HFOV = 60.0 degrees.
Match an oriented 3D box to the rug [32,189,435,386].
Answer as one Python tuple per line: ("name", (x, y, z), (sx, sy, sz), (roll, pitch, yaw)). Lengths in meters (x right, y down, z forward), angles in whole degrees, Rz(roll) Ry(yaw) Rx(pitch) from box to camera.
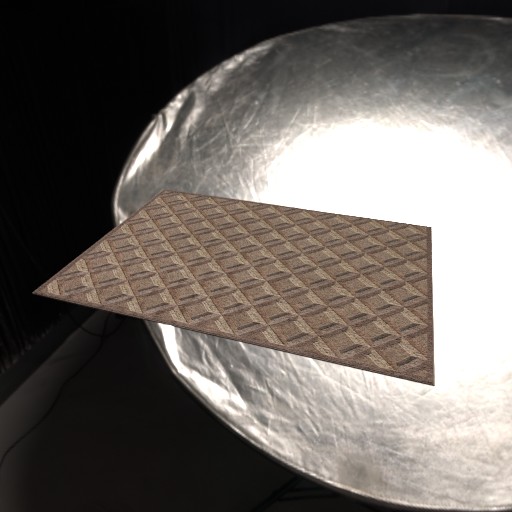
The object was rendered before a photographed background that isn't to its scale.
("rug", (0.000, 0.000, 4.346), (3.294, 0.018, 2.382), (10, 33, 15))
